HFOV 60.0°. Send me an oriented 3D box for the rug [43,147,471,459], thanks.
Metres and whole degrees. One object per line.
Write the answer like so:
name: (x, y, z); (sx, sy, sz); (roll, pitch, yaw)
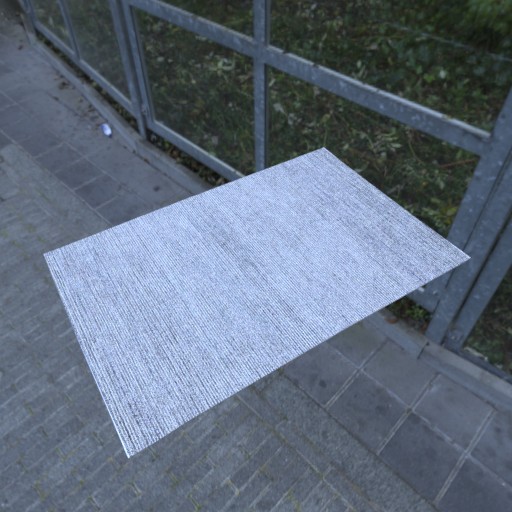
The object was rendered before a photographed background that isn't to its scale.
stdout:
rug: (0.000, 0.000, 2.199); (1.789, 0.021, 1.159); (-25, 52, -21)
